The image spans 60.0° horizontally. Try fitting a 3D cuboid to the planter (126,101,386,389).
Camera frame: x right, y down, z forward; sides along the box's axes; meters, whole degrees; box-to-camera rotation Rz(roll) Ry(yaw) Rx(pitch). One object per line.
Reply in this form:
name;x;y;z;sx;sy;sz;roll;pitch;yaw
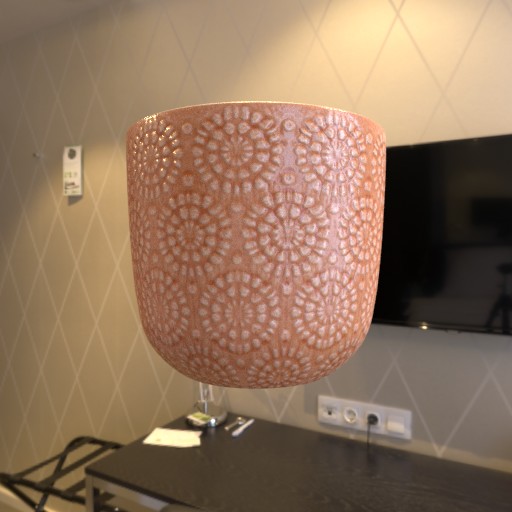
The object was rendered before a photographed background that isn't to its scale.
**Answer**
planter;0.000;0.000;0.371;0.208;0.190;0.208;0;1;0
